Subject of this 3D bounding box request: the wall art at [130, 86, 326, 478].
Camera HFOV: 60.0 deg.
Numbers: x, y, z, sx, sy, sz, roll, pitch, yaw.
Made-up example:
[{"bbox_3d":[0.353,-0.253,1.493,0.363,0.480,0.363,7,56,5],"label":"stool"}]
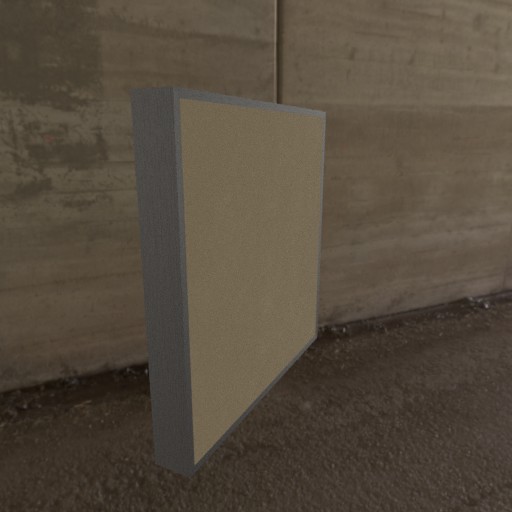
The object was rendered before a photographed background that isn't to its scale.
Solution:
[{"bbox_3d":[0.000,0.000,0.461,0.036,0.300,0.302,7,16,27],"label":"wall art"}]
